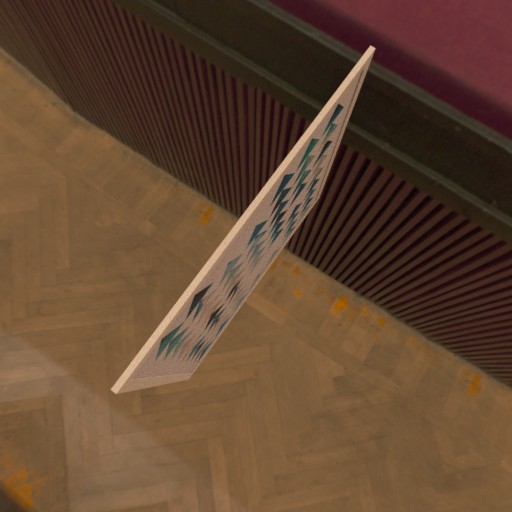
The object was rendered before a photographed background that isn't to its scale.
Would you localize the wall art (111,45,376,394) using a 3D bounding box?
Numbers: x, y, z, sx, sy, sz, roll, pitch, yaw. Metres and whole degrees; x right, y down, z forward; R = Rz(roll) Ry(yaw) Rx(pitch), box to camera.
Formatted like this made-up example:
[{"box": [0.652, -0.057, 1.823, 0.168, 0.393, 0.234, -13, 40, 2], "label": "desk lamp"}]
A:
[{"box": [0.000, 0.000, 1.199, 0.012, 0.809, 0.809, 35, 79, 8], "label": "wall art"}]
